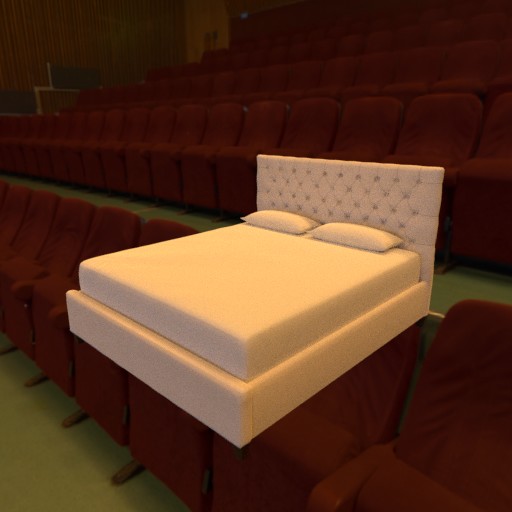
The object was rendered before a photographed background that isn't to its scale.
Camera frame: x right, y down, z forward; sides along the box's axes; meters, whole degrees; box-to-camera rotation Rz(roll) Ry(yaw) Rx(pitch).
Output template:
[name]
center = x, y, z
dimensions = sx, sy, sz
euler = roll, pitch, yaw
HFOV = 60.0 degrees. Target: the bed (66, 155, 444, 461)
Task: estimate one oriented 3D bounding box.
[bed]
center = 0.000, 0.000, 3.683
dimensions = 2.078, 1.427, 2.387
euler = 16, 23, 41
